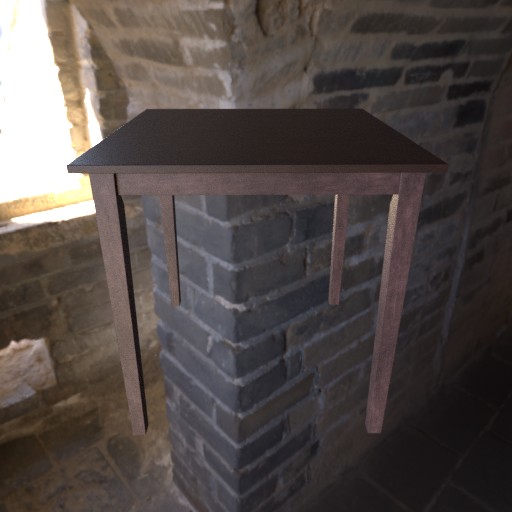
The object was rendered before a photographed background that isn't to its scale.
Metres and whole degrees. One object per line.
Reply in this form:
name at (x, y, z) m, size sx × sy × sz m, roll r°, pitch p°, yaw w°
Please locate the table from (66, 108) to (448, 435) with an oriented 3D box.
table at (0.000, 0.000, 1.373) m, size 0.749 × 0.770 × 0.749 m, roll 0°, pitch 26°, yaw -1°
